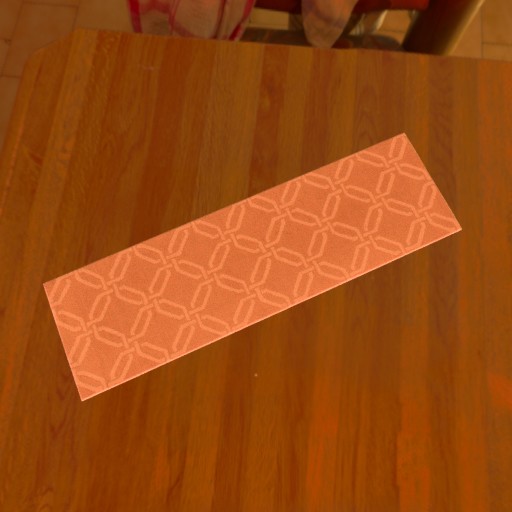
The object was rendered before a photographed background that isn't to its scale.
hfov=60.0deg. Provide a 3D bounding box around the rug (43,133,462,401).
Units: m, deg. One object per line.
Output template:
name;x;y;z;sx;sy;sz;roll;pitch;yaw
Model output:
rug;0.000;0.000;2.488;2.276;0.014;0.678;-23;76;-6
